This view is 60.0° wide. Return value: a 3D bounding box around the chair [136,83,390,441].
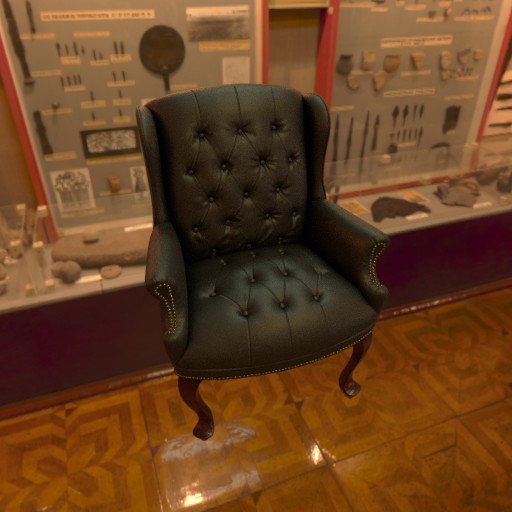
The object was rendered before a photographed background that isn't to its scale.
[{"bbox_3d":[0.000,0.000,1.660,0.838,1.111,0.762,-10,34,-16],"label":"chair"}]
